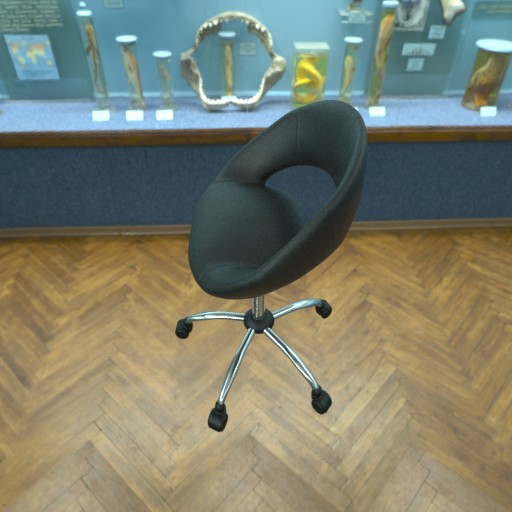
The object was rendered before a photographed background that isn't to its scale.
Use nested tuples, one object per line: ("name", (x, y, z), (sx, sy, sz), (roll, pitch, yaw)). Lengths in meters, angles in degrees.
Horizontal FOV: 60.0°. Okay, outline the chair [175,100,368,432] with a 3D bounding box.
("chair", (0.000, 0.000, 1.203), (0.538, 0.791, 0.612), (-1, 41, -1))
